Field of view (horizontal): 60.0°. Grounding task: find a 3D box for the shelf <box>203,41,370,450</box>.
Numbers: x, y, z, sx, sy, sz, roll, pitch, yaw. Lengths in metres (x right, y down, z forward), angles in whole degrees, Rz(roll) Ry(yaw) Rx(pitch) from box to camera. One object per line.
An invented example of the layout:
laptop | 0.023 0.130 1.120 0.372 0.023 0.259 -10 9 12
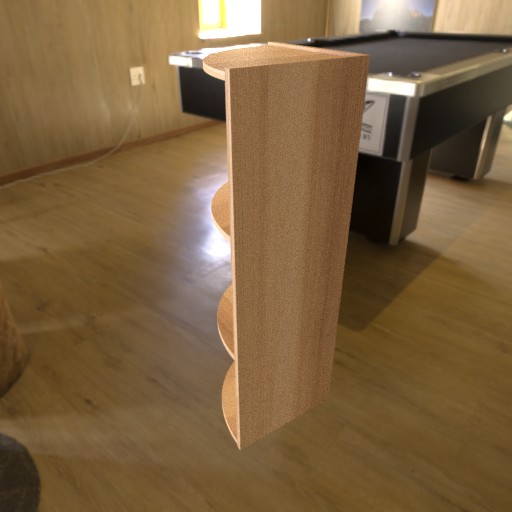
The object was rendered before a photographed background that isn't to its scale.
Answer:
shelf | 0.000 0.000 1.038 0.290 0.872 0.290 -19 36 -29
